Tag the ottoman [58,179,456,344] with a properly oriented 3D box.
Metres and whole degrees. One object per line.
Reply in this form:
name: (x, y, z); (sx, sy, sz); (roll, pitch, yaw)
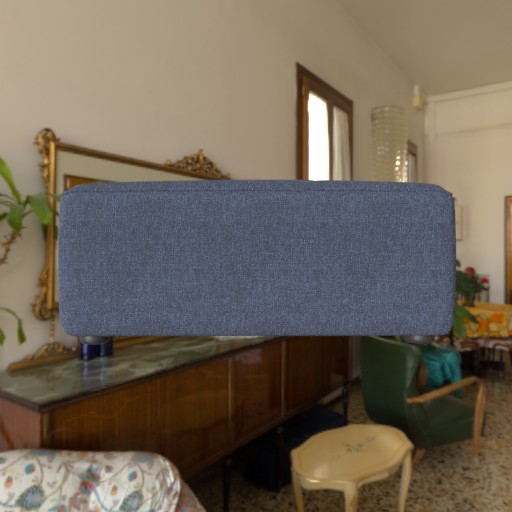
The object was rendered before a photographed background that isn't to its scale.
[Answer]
ottoman: (0.000, 0.000, 1.572); (1.000, 0.439, 1.000); (0, 0, -1)
